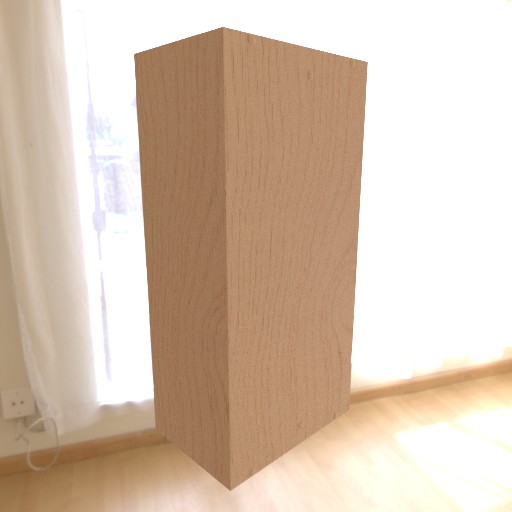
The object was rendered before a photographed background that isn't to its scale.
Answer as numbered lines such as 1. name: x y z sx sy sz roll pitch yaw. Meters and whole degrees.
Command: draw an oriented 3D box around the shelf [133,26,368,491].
1. shelf: 0.000 0.000 0.722 0.290 0.600 0.200 -13 18 -42
